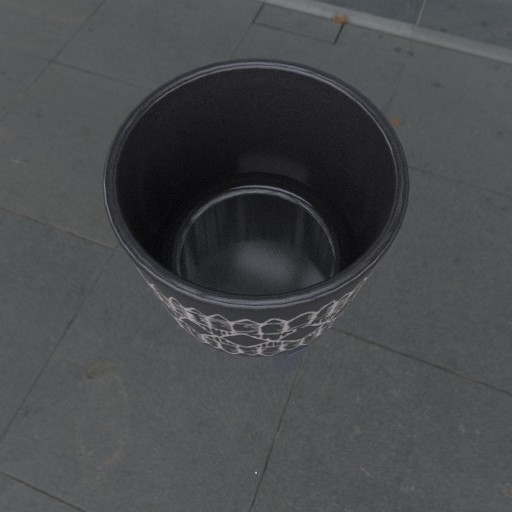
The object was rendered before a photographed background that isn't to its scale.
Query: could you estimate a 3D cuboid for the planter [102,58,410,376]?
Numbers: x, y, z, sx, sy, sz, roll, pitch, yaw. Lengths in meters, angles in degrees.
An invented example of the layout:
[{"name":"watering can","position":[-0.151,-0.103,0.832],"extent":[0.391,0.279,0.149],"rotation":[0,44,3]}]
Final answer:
[{"name":"planter","position":[0.000,0.000,0.266],"extent":[0.129,0.177,0.129],"rotation":[0,64,0]}]
